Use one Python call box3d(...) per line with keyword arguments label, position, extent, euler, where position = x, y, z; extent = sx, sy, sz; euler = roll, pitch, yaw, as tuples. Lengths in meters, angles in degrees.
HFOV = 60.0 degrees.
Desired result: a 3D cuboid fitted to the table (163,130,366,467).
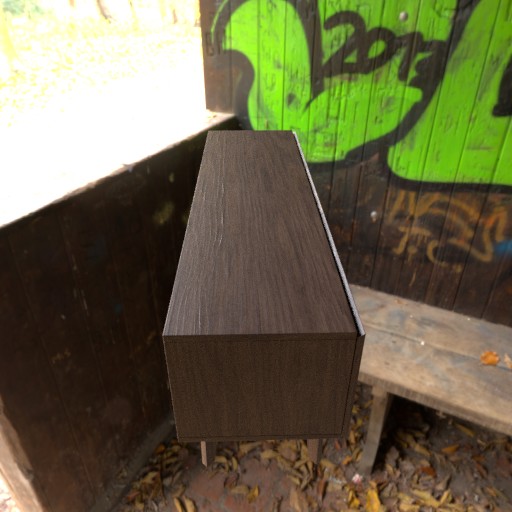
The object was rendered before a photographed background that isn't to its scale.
box3d(label="table", position=(0.000, 0.000, 1.607), extent=(0.405, 0.508, 1.397), euler=(-1, 32, -1))
